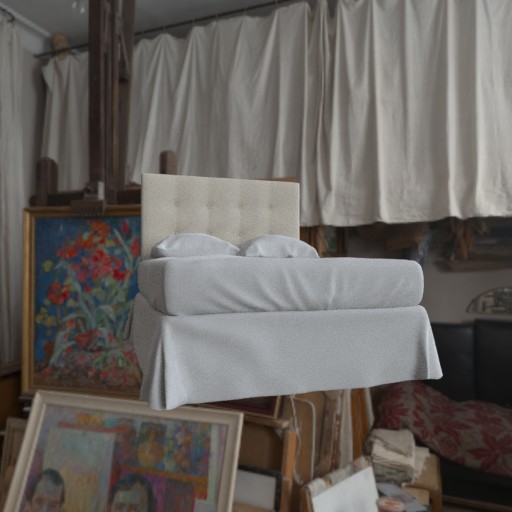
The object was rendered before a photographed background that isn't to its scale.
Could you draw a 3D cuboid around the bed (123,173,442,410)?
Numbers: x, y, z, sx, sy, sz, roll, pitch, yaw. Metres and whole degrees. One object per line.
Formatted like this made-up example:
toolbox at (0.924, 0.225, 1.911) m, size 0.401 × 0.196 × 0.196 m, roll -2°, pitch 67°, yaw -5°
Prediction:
bed at (0.000, 0.000, 3.503) m, size 1.936 × 1.577 × 2.222 m, roll 0°, pitch -1°, yaw -19°
